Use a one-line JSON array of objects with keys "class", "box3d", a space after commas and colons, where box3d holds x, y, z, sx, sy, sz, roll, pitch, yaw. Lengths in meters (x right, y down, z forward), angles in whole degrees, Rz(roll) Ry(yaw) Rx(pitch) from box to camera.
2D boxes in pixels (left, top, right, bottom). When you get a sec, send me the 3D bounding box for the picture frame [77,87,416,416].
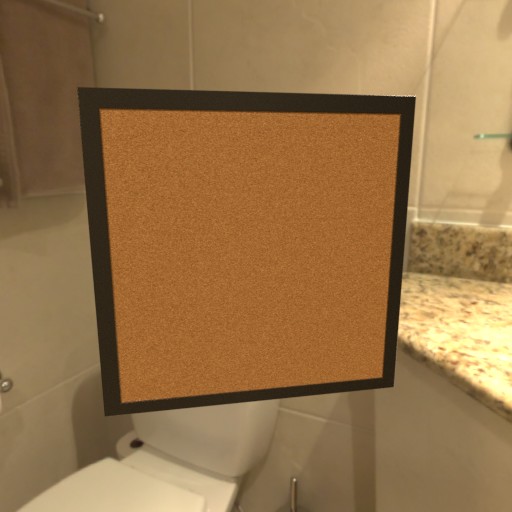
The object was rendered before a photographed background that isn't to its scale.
[{"class": "picture frame", "box3d": [0.000, 0.000, 0.509, 0.355, 0.353, 0.029, -2, 13, -10]}]
